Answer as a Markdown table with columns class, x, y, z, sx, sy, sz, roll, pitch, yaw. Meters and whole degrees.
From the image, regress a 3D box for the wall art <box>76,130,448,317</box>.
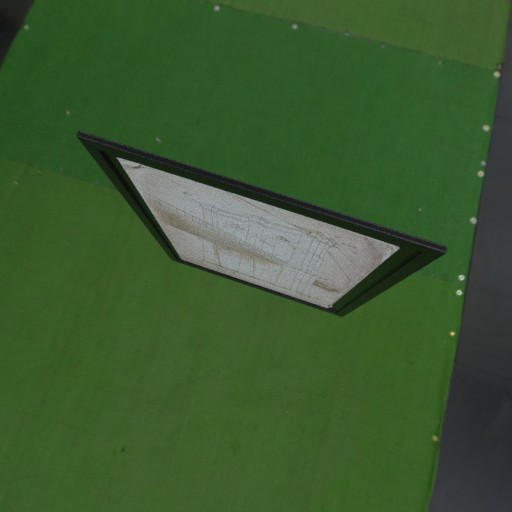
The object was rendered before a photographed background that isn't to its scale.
| class | x | y | z | sx | sy | sz | roll | pitch | yaw |
| --- | --- | --- | --- | --- | --- | --- | --- | --- | --- |
| wall art | 0.000 | 0.000 | 1.272 | 0.707 | 0.967 | 0.013 | 18 | 76 | 5 |
